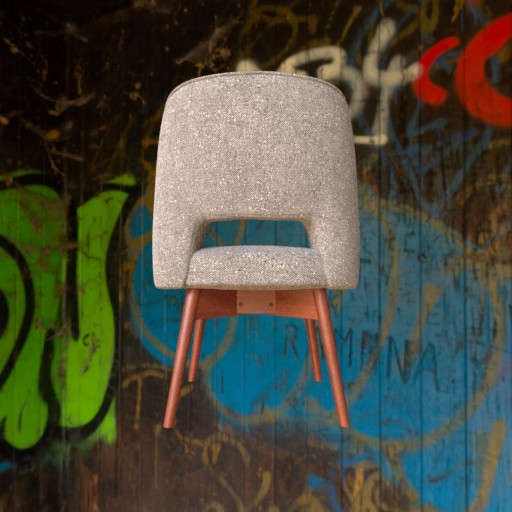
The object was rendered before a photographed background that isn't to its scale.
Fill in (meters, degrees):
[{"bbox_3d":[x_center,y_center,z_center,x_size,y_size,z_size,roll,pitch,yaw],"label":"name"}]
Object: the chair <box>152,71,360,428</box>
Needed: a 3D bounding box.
[{"bbox_3d":[0.000,0.000,1.358,0.608,0.875,0.629,0,-1,-1],"label":"chair"}]
